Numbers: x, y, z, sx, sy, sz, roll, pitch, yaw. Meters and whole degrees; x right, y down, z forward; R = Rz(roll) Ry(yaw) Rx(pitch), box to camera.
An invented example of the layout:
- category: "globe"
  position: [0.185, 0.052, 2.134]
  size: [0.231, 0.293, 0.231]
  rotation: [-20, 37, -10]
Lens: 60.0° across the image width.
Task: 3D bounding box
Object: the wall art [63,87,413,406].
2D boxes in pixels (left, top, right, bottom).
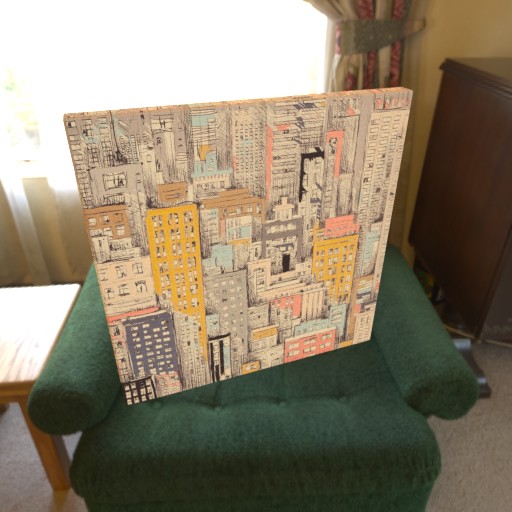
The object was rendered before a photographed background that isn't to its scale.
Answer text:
- category: "wall art"
  position: [0.000, 0.000, 0.898]
  size: [0.607, 0.608, 0.038]
  rotation: [-11, 33, -17]
